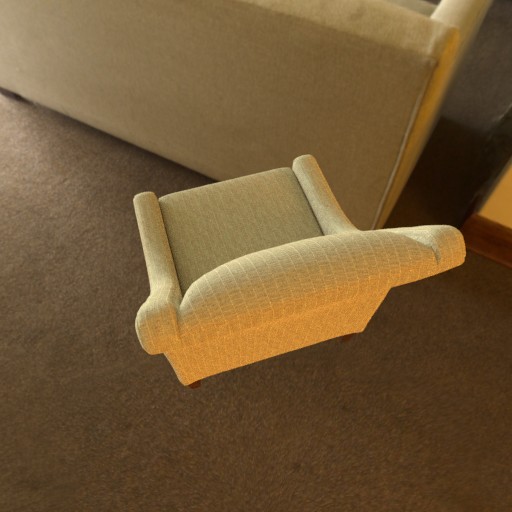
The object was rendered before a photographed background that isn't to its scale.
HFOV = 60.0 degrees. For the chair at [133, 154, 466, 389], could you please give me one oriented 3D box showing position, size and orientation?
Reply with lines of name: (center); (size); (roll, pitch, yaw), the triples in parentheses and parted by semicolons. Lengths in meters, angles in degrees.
chair: (0.000, 0.000, 1.567); (0.774, 1.014, 0.870); (-15, 59, -9)
